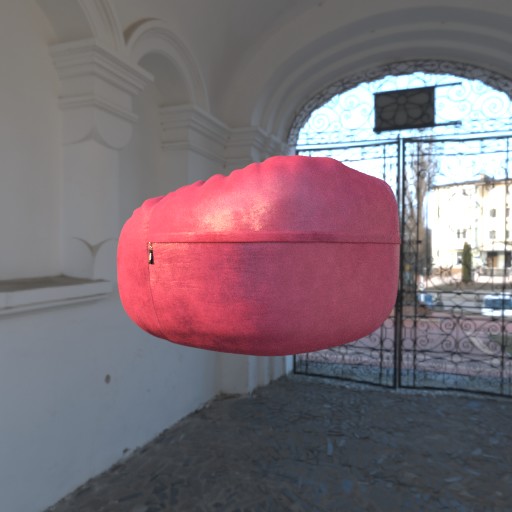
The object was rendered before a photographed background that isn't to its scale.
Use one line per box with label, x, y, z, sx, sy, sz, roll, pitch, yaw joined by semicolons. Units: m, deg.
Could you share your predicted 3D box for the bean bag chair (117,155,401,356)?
bean bag chair;0.000;0.000;2.471;1.524;0.878;1.524;1;1;36
